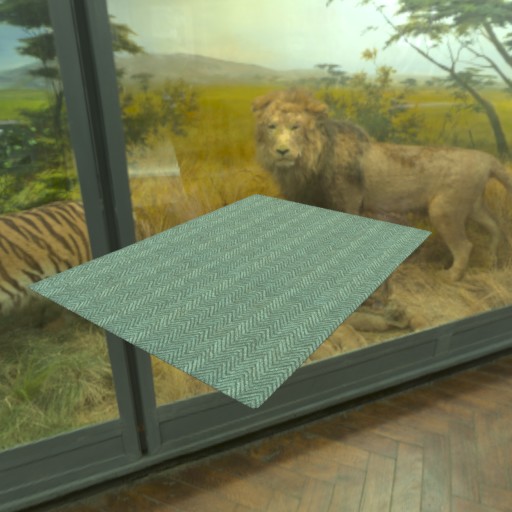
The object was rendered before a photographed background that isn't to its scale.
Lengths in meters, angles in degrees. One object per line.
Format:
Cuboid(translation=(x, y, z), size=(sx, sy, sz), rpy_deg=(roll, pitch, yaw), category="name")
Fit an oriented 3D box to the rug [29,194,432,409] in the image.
Cuboid(translation=(0.000, 0.000, 5.187), size=(2.894, 0.011, 3.957), rpy_deg=(17, 30, 32), category="rug")
